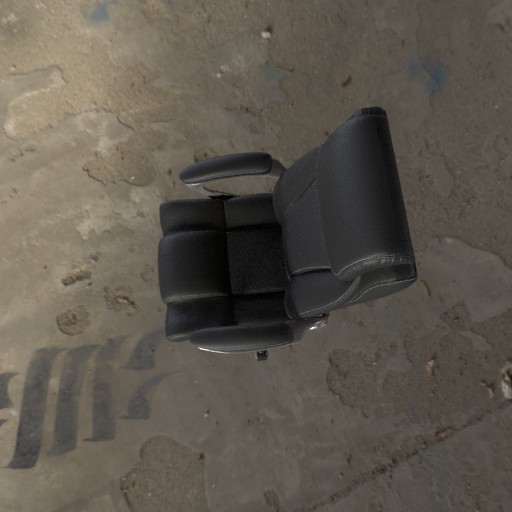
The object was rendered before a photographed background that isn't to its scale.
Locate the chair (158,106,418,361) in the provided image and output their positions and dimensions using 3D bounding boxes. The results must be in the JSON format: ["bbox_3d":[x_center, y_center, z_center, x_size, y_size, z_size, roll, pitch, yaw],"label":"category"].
[{"bbox_3d":[0.000,0.000,1.646,0.784,1.167,0.741,-6,76,-1],"label":"chair"}]
